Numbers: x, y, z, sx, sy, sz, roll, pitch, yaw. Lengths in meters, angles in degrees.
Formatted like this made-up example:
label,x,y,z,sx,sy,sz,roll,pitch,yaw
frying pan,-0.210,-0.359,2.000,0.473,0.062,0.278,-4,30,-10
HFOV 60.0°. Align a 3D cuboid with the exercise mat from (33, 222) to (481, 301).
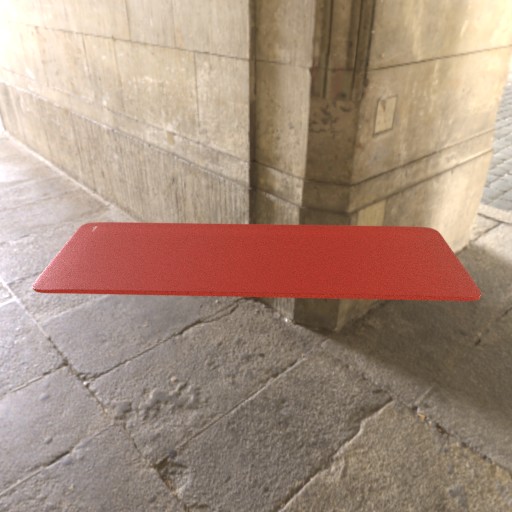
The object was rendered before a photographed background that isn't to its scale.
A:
label,x,y,z,sx,sy,sz,roll,pitch,yaw
exercise mat,0.000,0.000,2.069,1.869,0.021,0.616,1,31,2
